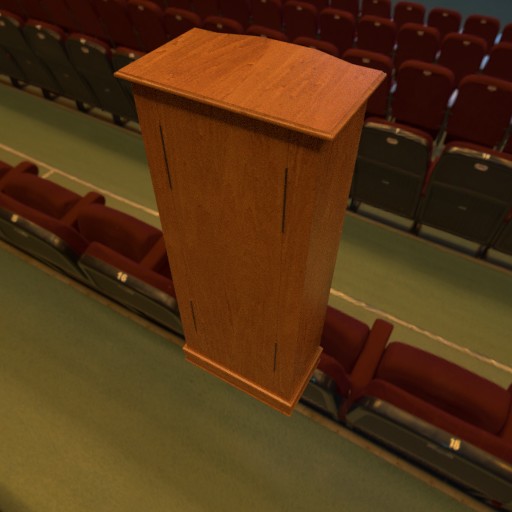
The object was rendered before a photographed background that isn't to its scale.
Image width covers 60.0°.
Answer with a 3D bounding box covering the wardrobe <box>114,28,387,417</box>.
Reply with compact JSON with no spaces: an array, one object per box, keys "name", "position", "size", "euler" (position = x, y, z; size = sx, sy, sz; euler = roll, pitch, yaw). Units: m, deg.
[{"name":"wardrobe","position":[0.000,0.000,1.117],"size":[0.406,0.959,0.273],"euler":[23,51,20]}]
